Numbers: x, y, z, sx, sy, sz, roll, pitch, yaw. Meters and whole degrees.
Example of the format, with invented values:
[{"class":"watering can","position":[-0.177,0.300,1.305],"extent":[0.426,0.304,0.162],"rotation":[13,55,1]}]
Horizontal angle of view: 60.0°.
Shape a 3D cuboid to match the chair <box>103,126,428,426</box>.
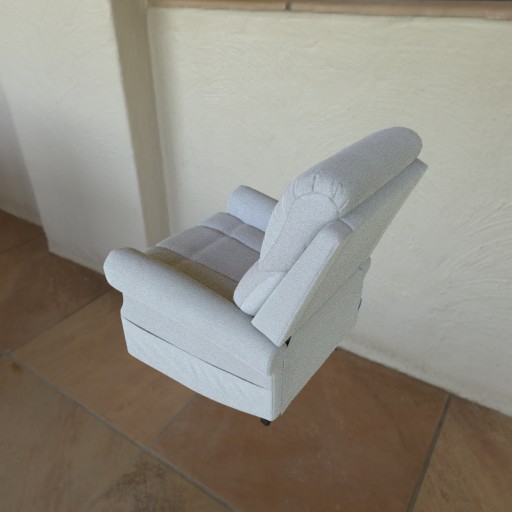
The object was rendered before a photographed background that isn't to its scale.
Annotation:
[{"class":"chair","position":[0.000,0.000,1.728],"extent":[0.979,1.031,0.871],"rotation":[21,37,30]}]
